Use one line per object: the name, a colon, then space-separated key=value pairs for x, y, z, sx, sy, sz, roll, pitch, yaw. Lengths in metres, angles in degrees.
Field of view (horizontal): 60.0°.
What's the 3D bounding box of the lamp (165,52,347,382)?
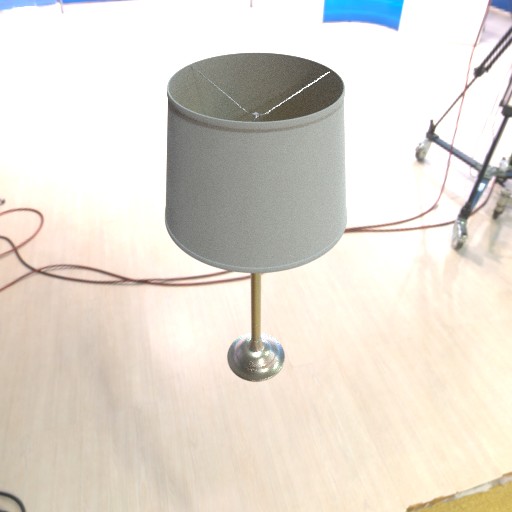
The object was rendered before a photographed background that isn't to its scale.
lamp: x=0.000 y=0.000 z=0.891 sx=0.331 sy=0.698 sz=0.331 roll=0 pitch=43 yaw=0
